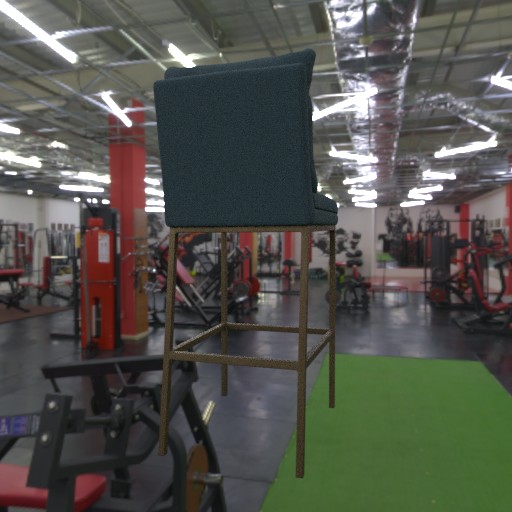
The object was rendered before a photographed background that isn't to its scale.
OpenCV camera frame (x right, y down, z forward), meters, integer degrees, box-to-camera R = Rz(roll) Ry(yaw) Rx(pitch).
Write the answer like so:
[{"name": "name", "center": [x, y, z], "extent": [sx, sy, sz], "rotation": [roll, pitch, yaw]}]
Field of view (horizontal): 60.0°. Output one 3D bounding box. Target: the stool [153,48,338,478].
[{"name": "stool", "center": [0.000, 0.000, 1.437], "extent": [0.463, 1.124, 0.568], "rotation": [0, 2, 17]}]
